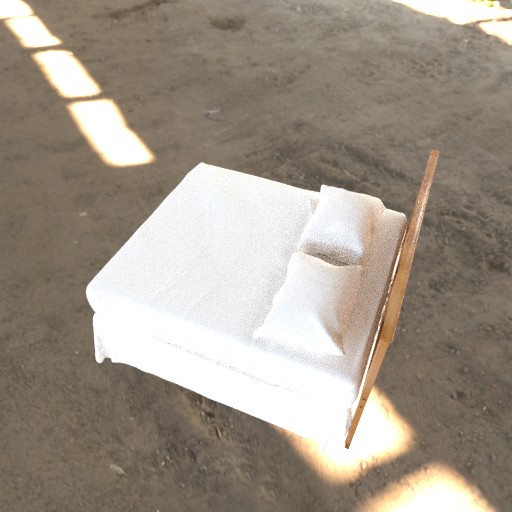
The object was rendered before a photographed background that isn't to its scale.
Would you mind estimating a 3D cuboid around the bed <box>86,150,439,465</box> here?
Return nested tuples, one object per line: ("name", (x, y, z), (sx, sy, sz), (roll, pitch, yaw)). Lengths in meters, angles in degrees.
("bed", (0.000, 0.000, 3.187), (2.035, 1.273, 1.870), (17, 48, 16))
